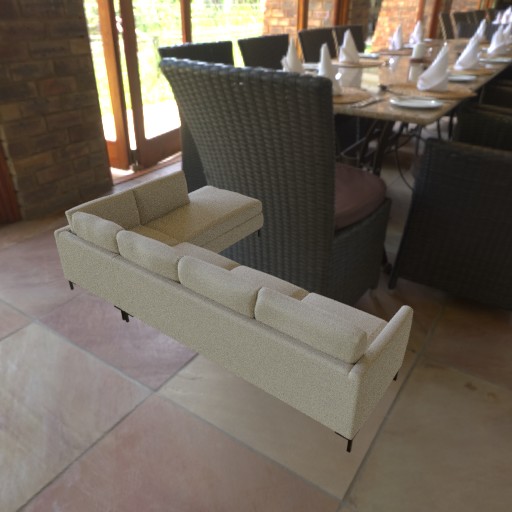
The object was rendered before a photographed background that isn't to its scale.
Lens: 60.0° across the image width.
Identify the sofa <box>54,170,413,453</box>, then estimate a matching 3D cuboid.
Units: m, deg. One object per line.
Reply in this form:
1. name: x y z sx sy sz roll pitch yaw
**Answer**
1. sofa: 0.000 0.000 3.861 2.949 0.815 2.007 21 36 32
